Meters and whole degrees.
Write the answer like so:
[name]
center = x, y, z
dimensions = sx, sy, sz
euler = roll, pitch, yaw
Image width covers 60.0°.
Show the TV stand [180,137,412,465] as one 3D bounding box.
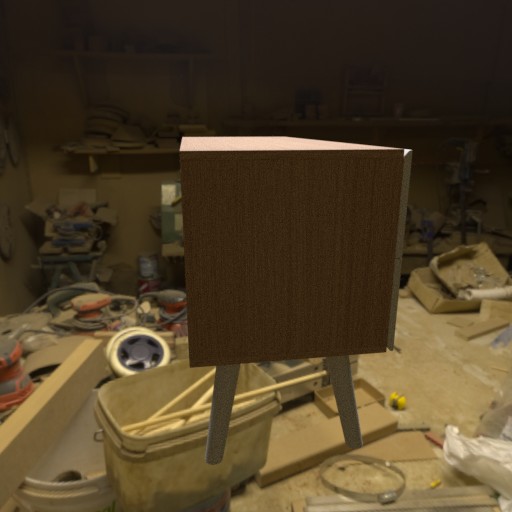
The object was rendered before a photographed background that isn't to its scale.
[TV stand]
center = 0.000, 0.000, 1.313
dimensions = 0.407, 0.660, 0.991
euler = -2, 16, -8
